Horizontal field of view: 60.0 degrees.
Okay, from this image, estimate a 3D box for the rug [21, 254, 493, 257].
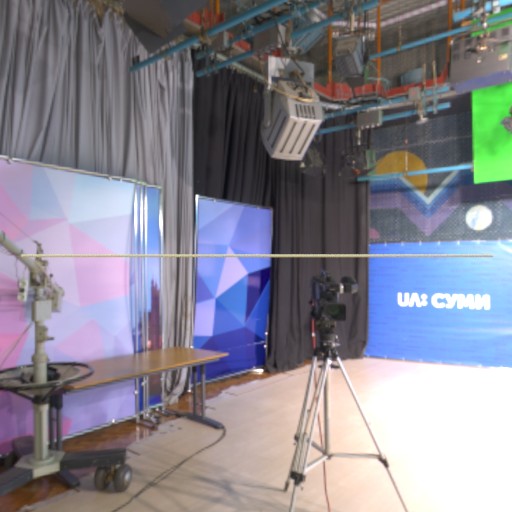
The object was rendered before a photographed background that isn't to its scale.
[{"bbox_3d":[0.000,0.000,2.482,2.297,0.013,0.661,0,0,1],"label":"rug"}]
